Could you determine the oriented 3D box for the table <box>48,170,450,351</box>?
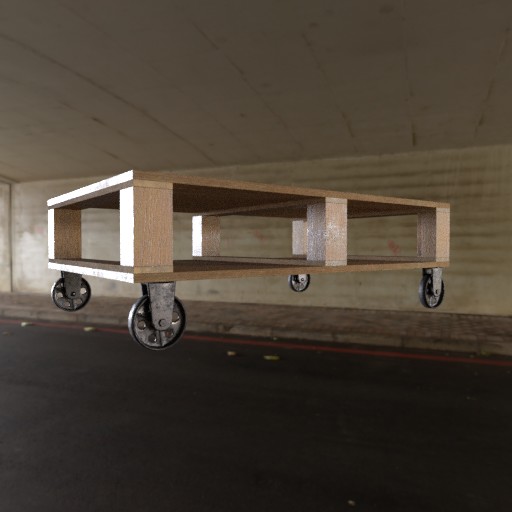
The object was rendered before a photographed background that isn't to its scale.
[{"bbox_3d":[0.000,0.000,1.700,1.299,0.413,0.827,-1,2,-37],"label":"table"}]
